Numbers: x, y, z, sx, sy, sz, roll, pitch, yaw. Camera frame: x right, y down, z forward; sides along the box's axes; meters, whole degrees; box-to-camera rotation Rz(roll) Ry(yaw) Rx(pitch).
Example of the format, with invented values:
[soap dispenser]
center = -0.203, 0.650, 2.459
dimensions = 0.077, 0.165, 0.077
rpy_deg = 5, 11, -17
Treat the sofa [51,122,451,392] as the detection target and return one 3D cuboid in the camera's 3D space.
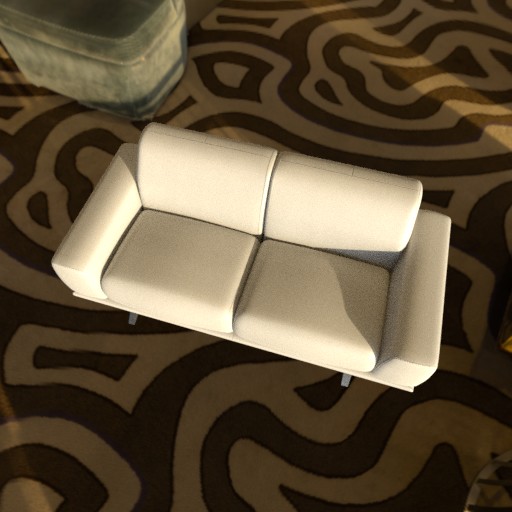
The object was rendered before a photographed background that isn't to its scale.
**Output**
[sofa]
center = 0.000, 0.000, 2.385
dimensions = 1.901, 0.772, 0.900
rpy_deg = 14, 60, 8
